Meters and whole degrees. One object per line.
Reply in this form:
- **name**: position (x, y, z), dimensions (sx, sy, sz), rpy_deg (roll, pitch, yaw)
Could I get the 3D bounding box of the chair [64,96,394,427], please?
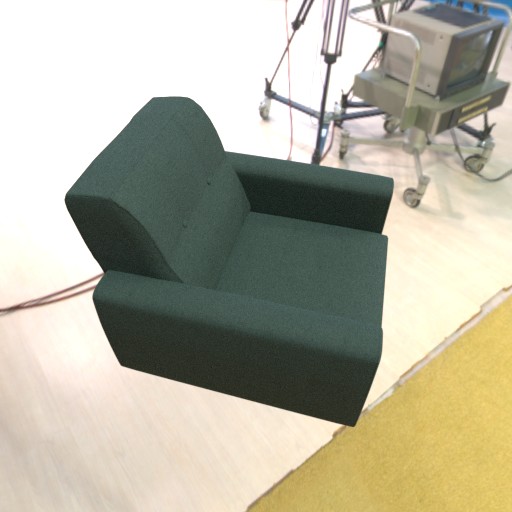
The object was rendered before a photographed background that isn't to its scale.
- **chair**: position (0.000, 0.000, 1.556), dimensions (0.909, 0.841, 0.831), rpy_deg (11, 47, 10)
